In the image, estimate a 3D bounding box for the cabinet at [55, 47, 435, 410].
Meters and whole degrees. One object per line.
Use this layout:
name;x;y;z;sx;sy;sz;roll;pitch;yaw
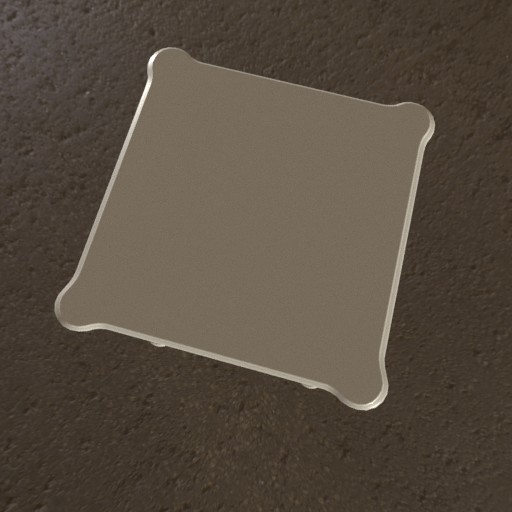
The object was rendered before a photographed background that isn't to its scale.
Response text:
cabinet;0.000;0.000;1.227;0.628;0.761;0.627;15;76;4
